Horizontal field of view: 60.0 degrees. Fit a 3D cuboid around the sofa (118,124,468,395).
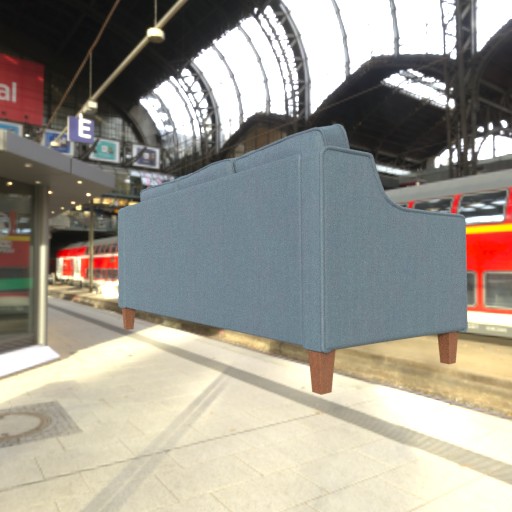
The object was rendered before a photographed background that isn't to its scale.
[{"bbox_3d":[0.000,0.000,2.509,0.911,0.974,1.986,1,-2,-36],"label":"sofa"}]
